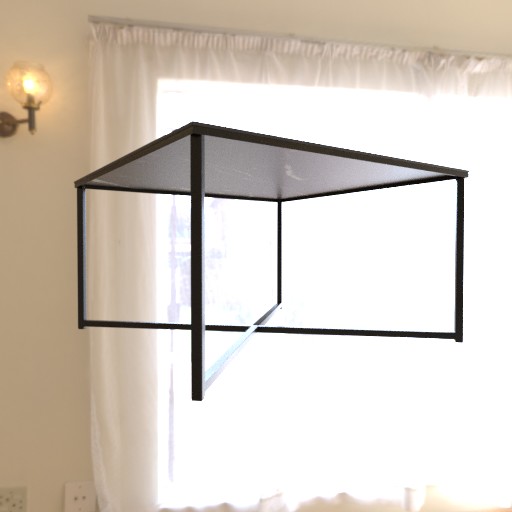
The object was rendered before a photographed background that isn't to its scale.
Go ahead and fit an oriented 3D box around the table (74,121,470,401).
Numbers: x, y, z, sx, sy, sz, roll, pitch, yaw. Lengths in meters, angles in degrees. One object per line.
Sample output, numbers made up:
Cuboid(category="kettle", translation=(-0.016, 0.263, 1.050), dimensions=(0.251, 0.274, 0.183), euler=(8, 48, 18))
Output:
Cuboid(category="table", translation=(0.000, 0.000, 1.258), dimensions=(0.800, 0.450, 0.800), euler=(-1, 1, -35))
